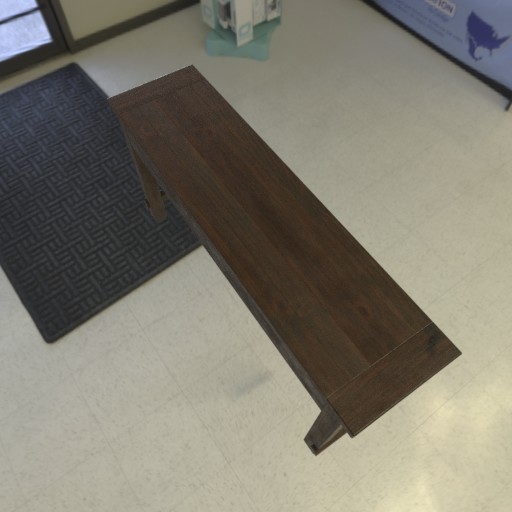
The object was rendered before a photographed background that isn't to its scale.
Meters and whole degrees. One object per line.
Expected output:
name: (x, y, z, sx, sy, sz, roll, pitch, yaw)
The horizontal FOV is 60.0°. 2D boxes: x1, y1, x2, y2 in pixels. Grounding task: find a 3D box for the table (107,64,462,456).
table: (0.000, 0.000, 1.904, 0.442, 0.762, 1.599, -30, 63, -17)
